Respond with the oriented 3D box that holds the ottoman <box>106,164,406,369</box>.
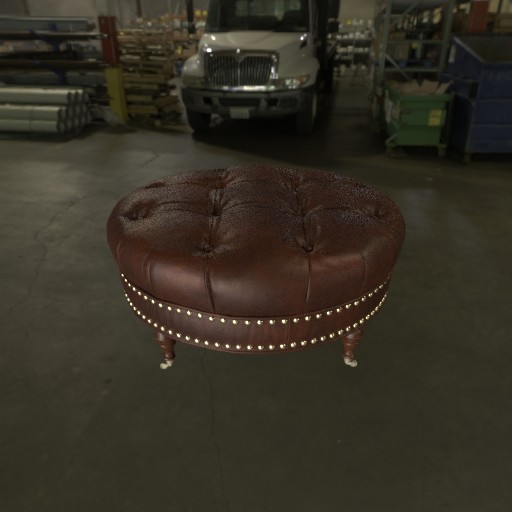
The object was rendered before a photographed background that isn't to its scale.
[{"bbox_3d":[0.000,0.000,1.444,0.901,0.455,0.901,0,27,0],"label":"ottoman"}]
